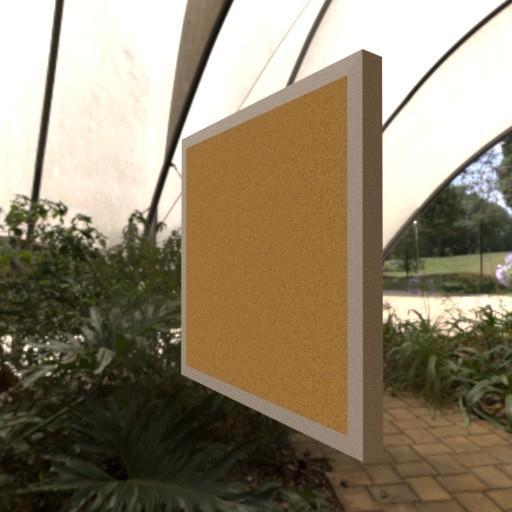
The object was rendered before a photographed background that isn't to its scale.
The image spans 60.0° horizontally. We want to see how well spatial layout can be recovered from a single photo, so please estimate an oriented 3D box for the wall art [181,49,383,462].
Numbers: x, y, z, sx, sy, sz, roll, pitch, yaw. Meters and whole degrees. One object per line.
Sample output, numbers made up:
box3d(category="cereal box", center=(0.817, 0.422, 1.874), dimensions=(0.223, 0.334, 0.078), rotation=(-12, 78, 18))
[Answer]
box3d(category="wall art", center=(0.000, 0.000, 1.937), dimensions=(0.098, 1.291, 1.289), rotation=(0, 0, -35))
